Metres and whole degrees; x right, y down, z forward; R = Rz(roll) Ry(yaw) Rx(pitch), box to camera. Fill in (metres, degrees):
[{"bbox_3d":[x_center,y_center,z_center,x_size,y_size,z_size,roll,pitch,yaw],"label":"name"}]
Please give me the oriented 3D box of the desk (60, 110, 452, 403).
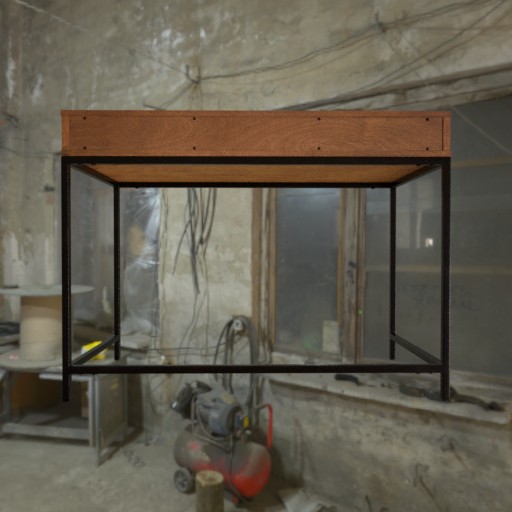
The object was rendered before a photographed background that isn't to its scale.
[{"bbox_3d":[0.000,0.000,1.391,1.016,0.762,0.470,0,1,-1],"label":"desk"}]
